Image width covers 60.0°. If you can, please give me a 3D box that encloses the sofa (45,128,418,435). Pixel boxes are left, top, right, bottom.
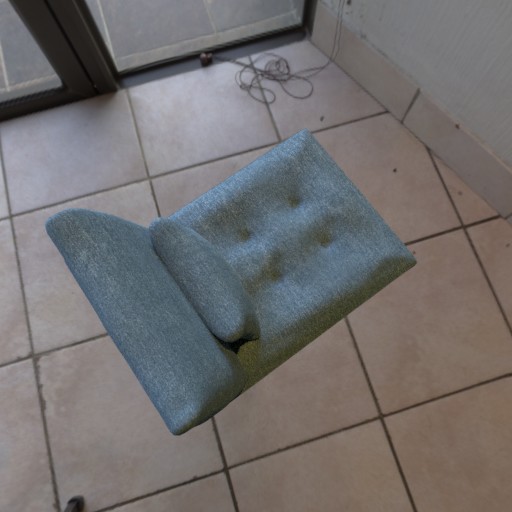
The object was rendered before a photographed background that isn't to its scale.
[{"bbox_3d":[0.000,0.000,1.539,1.000,0.820,0.700,-35,78,-9],"label":"sofa"}]
